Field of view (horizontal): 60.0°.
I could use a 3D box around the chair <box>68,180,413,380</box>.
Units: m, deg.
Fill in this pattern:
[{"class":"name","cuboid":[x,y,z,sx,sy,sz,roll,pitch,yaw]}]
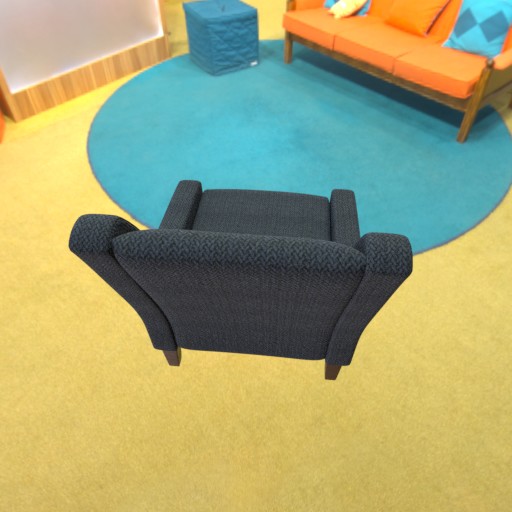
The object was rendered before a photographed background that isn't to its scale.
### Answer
[{"class":"chair","cuboid":[0.000,0.000,1.652,0.793,1.012,0.944,4,46,4]}]
